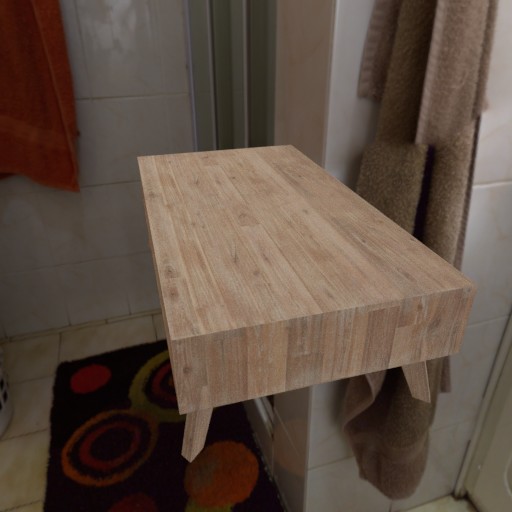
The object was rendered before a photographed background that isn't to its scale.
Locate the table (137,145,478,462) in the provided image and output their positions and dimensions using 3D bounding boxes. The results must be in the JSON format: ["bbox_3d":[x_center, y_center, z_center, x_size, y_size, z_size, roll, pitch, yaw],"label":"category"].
[{"bbox_3d":[0.000,0.000,2.016,0.918,0.531,1.619,-8,30,-14],"label":"table"}]
